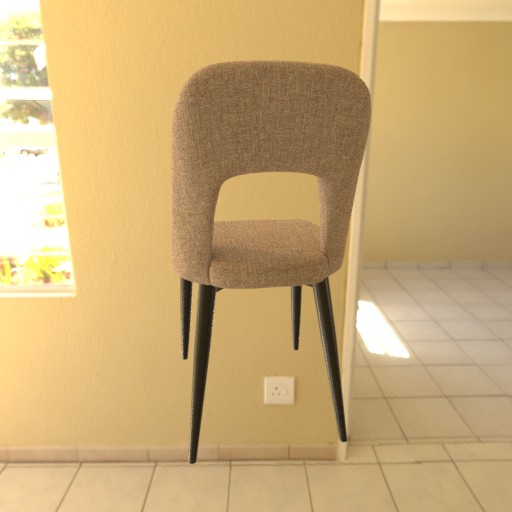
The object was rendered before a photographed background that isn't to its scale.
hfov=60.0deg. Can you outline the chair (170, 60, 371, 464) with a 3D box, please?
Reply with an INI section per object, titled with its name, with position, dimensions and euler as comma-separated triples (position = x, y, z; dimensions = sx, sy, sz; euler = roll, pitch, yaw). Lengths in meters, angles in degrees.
[chair]
position = 0.000, 0.000, 1.238
dimensions = 0.470, 0.931, 0.612
euler = -3, 16, -10
